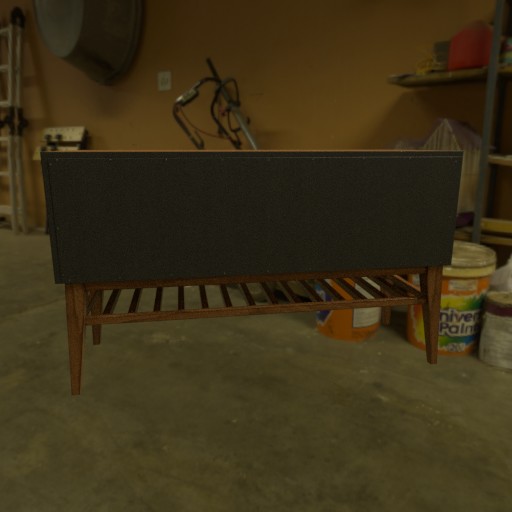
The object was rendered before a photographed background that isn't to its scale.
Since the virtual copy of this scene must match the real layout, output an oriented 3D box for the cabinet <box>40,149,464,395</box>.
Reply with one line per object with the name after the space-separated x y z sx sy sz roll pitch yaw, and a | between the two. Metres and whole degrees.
0.000 0.000 1.732 1.363 0.802 0.477 -2 14 -9 | cabinet
